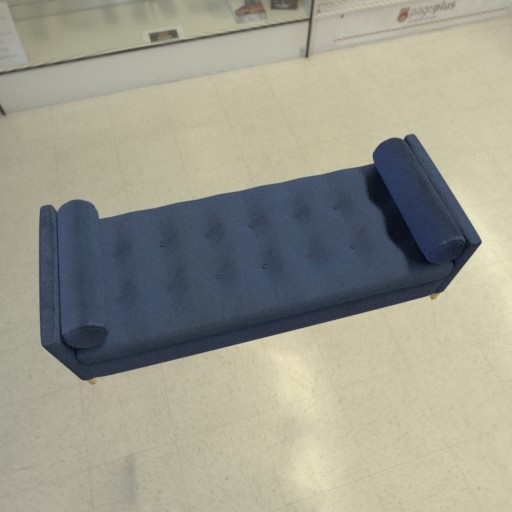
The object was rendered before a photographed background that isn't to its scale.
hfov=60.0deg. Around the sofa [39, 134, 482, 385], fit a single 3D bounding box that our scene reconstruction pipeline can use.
[{"bbox_3d":[0.000,0.000,2.444,2.102,0.705,0.796,-13,59,-8],"label":"sofa"}]
